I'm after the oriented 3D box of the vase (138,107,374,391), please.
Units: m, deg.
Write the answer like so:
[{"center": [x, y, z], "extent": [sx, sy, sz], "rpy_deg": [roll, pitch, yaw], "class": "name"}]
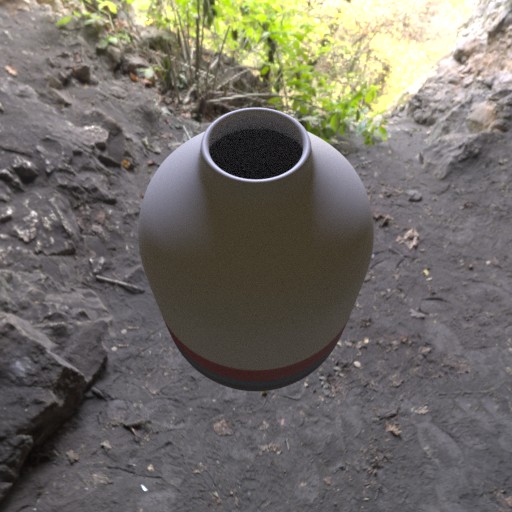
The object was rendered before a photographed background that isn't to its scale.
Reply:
[{"center": [0.000, 0.000, 0.353], "extent": [0.169, 0.237, 0.169], "rpy_deg": [0, 57, 0], "class": "vase"}]
